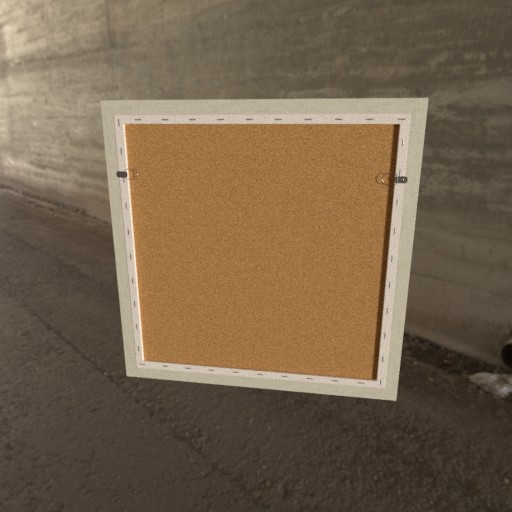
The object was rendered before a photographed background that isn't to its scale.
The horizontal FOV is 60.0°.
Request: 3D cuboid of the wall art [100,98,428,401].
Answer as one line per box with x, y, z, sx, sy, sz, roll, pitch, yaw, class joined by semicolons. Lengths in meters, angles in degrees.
0.000;0.000;1.524;1.016;1.016;0.045;3;17;9;wall art
